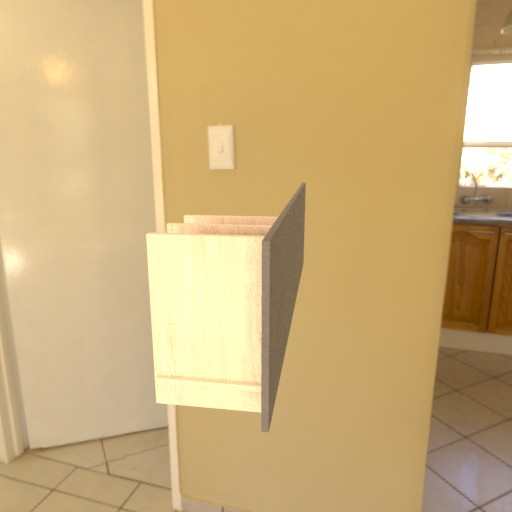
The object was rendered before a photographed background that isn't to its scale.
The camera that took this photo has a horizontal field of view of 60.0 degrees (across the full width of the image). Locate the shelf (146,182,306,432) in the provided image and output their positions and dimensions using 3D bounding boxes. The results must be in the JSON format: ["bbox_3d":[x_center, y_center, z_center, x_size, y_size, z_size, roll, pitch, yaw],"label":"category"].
[{"bbox_3d":[0.000,0.000,1.146,0.200,0.300,1.020,2,14,9],"label":"shelf"}]
